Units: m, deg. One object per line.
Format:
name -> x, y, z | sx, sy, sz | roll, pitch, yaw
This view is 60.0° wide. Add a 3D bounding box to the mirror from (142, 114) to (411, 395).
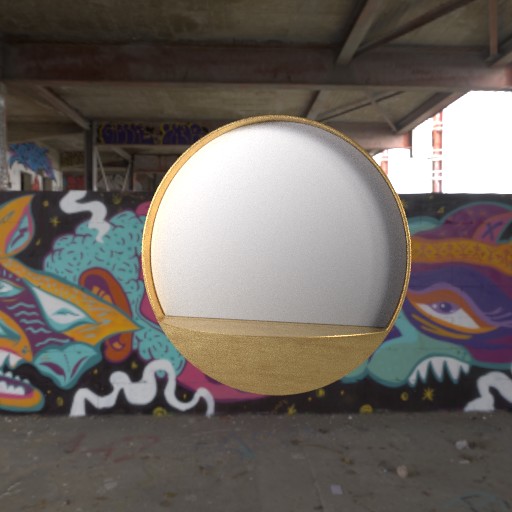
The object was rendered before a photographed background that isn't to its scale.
mirror -> 0.000, 0.000, 0.690 | 0.457, 0.457, 0.133 | 0, 1, 18
